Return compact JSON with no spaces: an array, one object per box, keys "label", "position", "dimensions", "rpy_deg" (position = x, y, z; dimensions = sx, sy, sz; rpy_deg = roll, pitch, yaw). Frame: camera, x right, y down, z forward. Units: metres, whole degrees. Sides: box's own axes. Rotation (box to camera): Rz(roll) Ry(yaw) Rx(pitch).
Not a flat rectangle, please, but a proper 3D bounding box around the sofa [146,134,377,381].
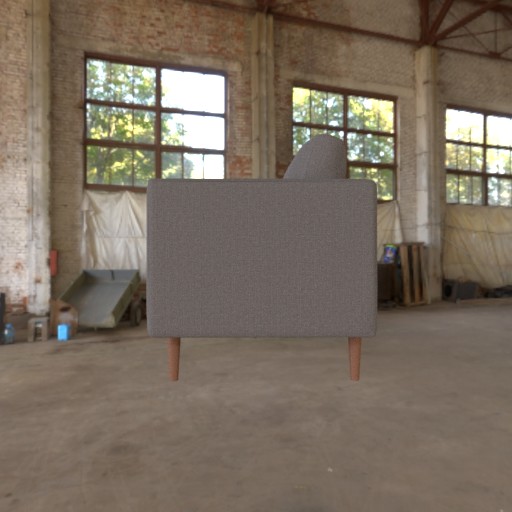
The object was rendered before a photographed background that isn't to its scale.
[{"label":"sofa","position":[0.000,0.000,2.478],"dimensions":[0.802,0.912,2.029],"rpy_deg":[0,0,0]}]
